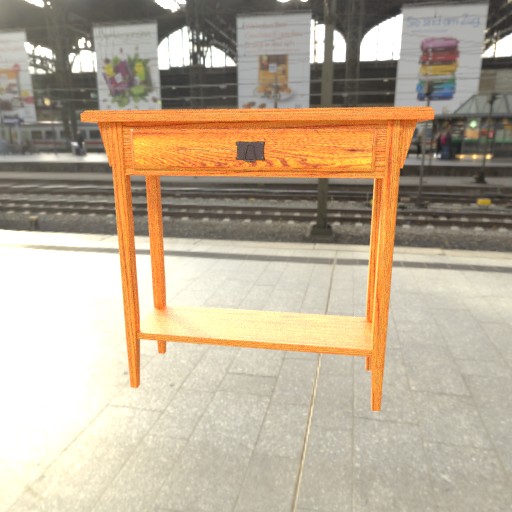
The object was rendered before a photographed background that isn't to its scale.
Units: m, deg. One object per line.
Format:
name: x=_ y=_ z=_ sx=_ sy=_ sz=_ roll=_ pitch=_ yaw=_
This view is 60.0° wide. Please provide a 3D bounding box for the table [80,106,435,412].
table: x=0.000 y=0.000 z=1.150 sx=0.762 sy=0.711 sz=0.254 roll=2 pitch=15 yaw=9
